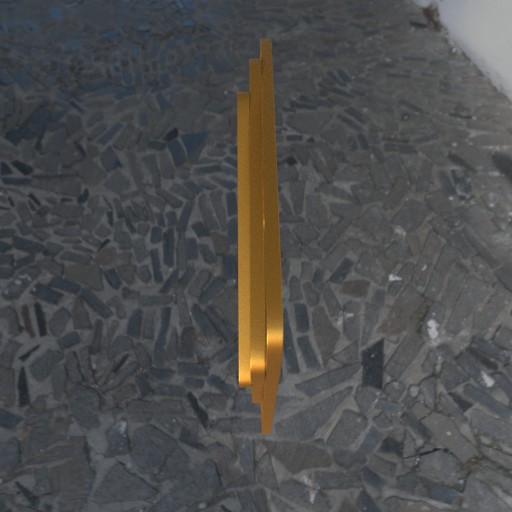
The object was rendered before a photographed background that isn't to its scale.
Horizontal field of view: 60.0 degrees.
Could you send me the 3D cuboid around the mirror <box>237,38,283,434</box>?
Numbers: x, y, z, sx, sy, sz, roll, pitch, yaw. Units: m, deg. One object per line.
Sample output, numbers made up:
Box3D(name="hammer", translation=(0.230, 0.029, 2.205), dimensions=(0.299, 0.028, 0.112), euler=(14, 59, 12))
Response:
Box3D(name="mirror", translation=(0.000, 0.000, 0.700), dimensions=(0.045, 0.468, 0.470), euler=(0, 59, 0))
